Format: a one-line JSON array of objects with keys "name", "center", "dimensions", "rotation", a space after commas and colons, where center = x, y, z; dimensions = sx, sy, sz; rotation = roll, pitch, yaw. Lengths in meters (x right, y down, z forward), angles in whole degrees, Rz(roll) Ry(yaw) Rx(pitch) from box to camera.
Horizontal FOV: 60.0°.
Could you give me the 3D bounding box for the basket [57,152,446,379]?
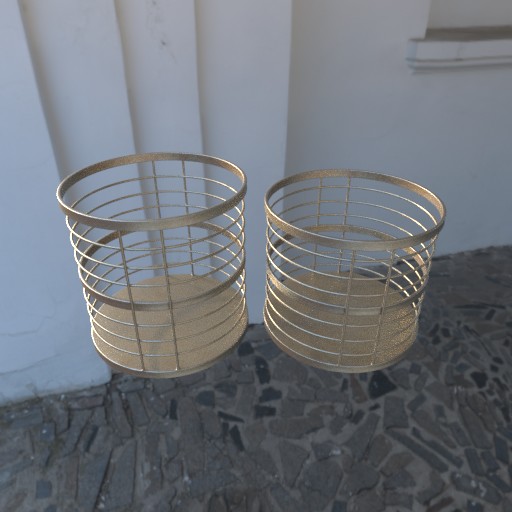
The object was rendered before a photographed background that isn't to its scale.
[{"name": "basket", "center": [0.000, 0.000, 0.953], "dimensions": [0.746, 0.351, 0.356], "rotation": [-1, 31, -2]}]
